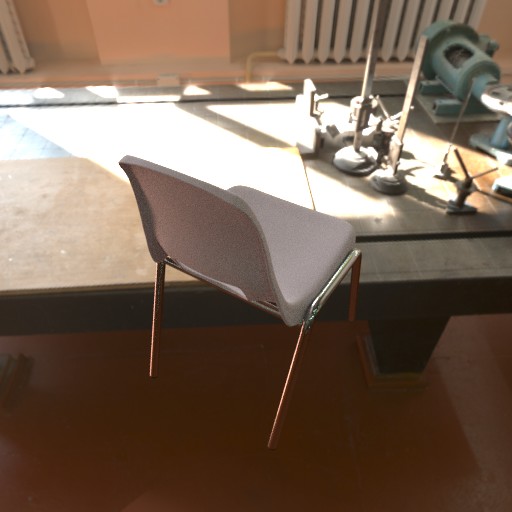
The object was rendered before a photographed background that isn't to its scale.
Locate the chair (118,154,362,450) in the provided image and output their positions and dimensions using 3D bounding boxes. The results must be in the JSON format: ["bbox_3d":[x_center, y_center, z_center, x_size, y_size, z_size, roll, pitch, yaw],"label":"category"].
[{"bbox_3d":[0.000,0.000,0.935,0.381,0.653,0.436,23,49,22],"label":"chair"}]
